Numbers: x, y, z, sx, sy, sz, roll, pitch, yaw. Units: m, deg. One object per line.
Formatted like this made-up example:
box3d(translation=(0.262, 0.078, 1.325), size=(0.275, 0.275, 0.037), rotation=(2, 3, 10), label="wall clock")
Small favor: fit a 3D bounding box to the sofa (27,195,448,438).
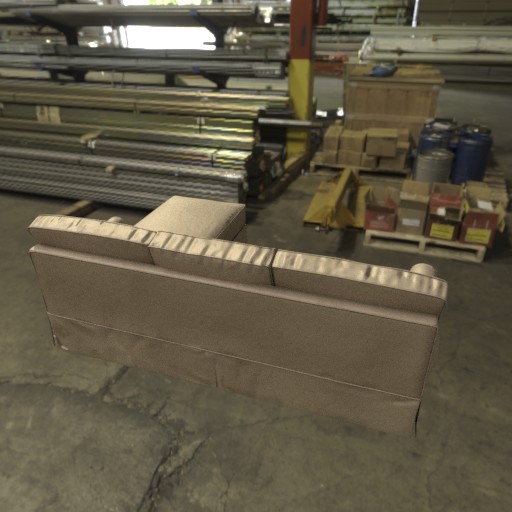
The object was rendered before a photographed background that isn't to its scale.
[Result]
box3d(translation=(0.000, 0.000, 3.231), size=(2.475, 0.978, 1.733), rotation=(9, 31, 16), label="sofa")
